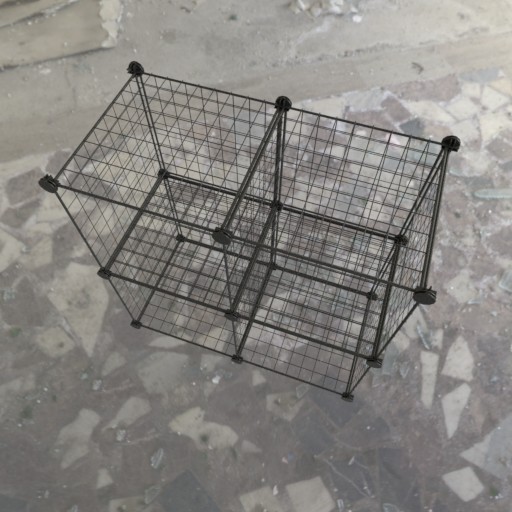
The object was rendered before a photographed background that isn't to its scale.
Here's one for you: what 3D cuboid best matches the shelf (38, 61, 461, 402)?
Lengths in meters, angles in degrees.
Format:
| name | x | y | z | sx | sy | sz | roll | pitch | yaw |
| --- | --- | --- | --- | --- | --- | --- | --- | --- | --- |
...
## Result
| name | x | y | z | sx | sy | sz | roll | pitch | yaw |
| --- | --- | --- | --- | --- | --- | --- | --- | --- | --- |
| shelf | 0.000 | 0.000 | 1.123 | 0.711 | 0.711 | 0.356 | 17 | 61 | 10 |
